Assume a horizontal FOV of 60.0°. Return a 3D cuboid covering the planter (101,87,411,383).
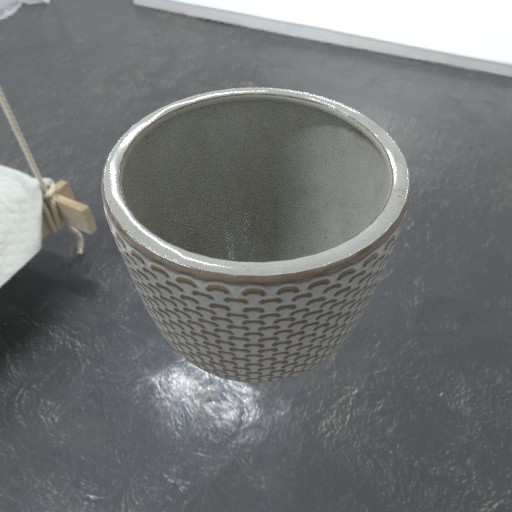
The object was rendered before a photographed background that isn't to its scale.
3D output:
[{"bbox_3d":[0.000,0.000,0.248,0.139,0.130,0.139,0,48,0],"label":"planter"}]
